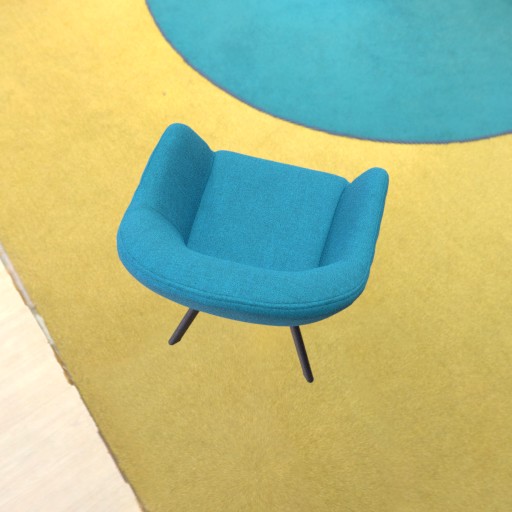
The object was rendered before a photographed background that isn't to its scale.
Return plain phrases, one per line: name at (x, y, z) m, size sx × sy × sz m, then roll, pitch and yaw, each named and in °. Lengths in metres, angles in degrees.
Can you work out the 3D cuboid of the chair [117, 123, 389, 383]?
chair at (0.000, 0.000, 1.155) m, size 0.545 × 0.775 × 0.565 m, roll 14°, pitch 65°, yaw 7°
